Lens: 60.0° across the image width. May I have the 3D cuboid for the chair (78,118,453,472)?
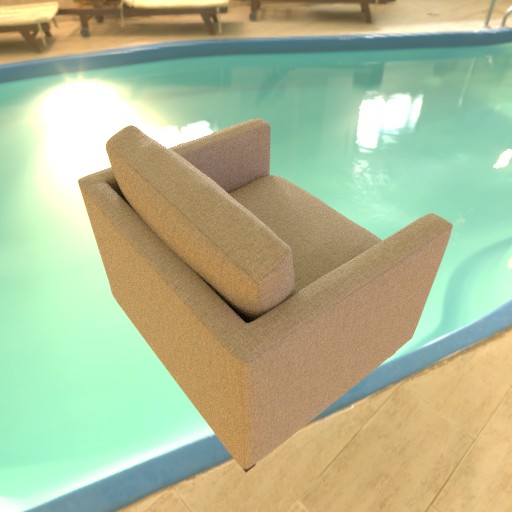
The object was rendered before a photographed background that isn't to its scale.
[{"bbox_3d":[0.000,0.000,1.799,0.959,0.961,1.107,-28,49,-28],"label":"chair"}]
